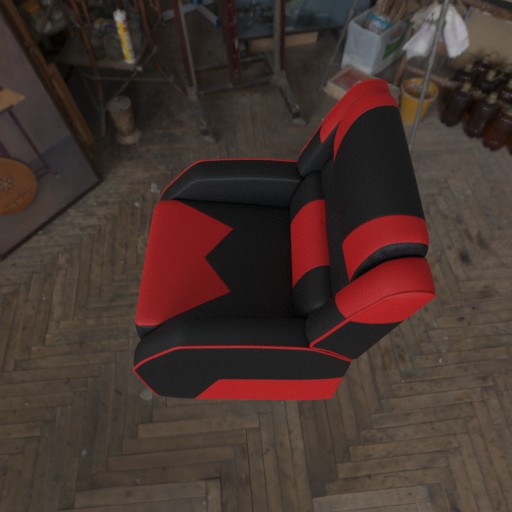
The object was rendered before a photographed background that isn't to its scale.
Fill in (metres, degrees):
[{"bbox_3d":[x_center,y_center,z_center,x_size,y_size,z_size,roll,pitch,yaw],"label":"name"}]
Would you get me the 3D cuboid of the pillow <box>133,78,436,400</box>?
[{"bbox_3d":[0.000,0.000,1.263,0.672,0.805,0.620,1,58,0],"label":"pillow"}]
